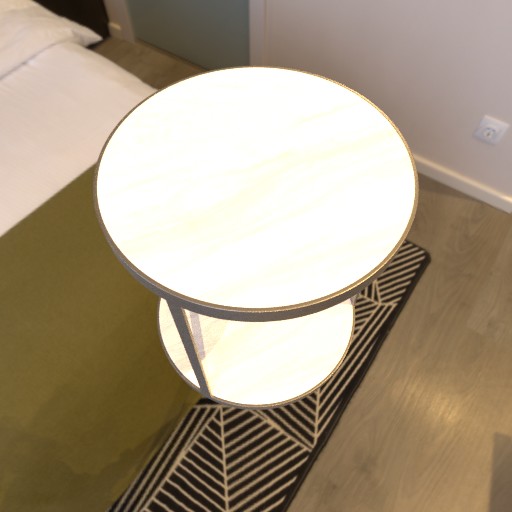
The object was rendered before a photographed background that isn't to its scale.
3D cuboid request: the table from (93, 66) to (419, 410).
[{"bbox_3d":[0.000,0.000,0.819,0.445,0.479,0.445,0,58,0],"label":"table"}]
